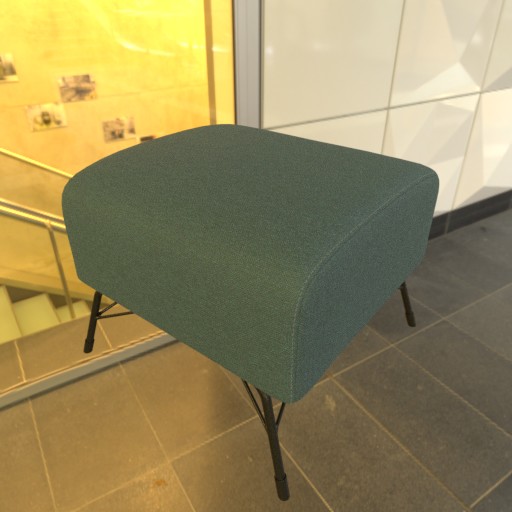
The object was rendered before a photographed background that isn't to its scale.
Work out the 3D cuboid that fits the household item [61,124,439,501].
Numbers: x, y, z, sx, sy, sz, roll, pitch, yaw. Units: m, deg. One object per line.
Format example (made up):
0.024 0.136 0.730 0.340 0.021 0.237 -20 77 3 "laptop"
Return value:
0.000 0.000 0.876 0.530 0.420 0.530 22 37 32 "household item"
